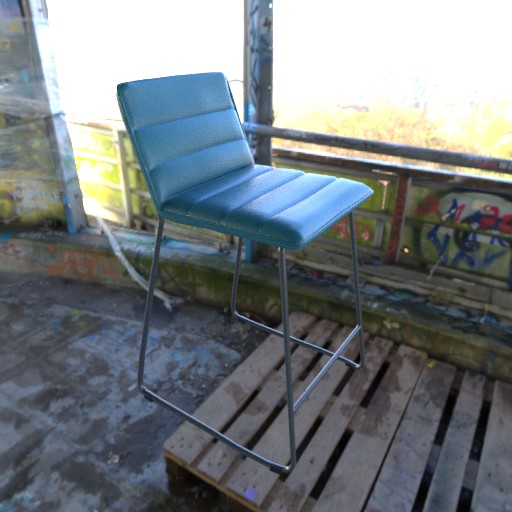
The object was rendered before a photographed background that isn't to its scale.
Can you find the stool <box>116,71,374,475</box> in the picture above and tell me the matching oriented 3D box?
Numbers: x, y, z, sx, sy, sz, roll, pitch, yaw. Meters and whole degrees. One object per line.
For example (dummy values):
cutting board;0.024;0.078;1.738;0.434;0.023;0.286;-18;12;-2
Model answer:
stool;0.000;0.000;1.171;0.524;0.866;0.489;17;32;30
